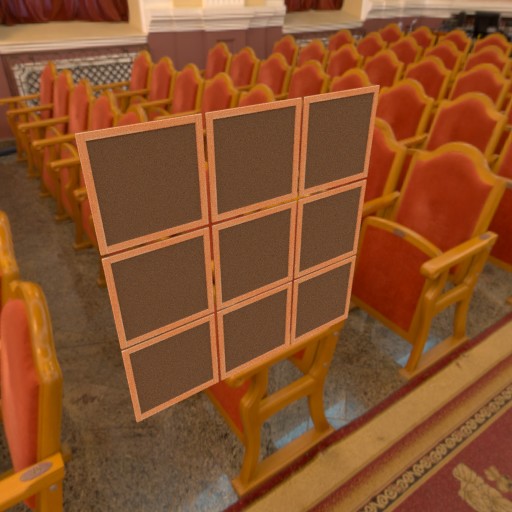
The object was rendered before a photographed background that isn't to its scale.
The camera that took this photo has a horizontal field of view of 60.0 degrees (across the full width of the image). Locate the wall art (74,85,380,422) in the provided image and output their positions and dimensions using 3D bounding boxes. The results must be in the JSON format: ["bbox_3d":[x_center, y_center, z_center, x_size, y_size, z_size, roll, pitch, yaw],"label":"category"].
[{"bbox_3d":[0.000,0.000,2.301,1.520,1.525,0.013,-20,37,-29],"label":"wall art"}]
